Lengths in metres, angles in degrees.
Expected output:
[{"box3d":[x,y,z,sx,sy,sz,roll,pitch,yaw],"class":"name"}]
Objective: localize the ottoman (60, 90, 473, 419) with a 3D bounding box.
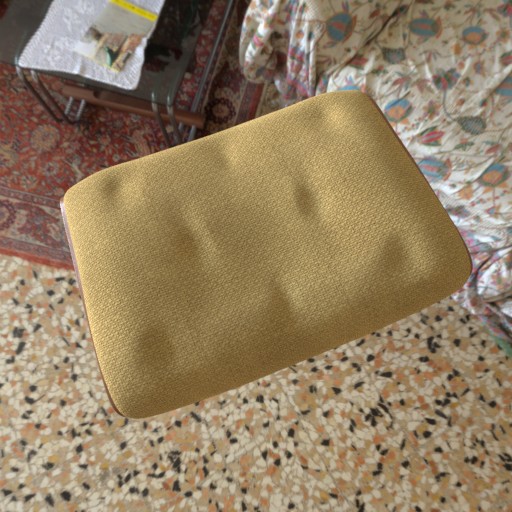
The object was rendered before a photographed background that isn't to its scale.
[{"box3d":[0.000,0.000,0.783,0.520,0.391,0.394,-21,76,-5],"class":"ottoman"}]
